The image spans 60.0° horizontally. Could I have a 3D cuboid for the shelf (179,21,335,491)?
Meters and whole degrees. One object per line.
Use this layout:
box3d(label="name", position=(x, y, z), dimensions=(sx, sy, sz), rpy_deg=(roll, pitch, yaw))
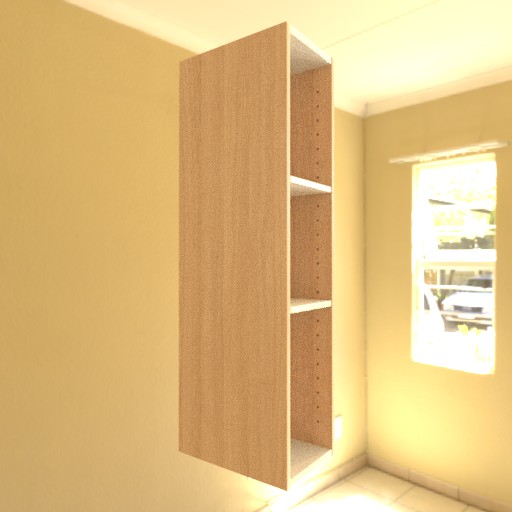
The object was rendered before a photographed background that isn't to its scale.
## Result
box3d(label="shelf", position=(0.000, 0.000, 0.995), dimensions=(0.290, 0.882, 0.197), rpy_deg=(0, -1, 37))
